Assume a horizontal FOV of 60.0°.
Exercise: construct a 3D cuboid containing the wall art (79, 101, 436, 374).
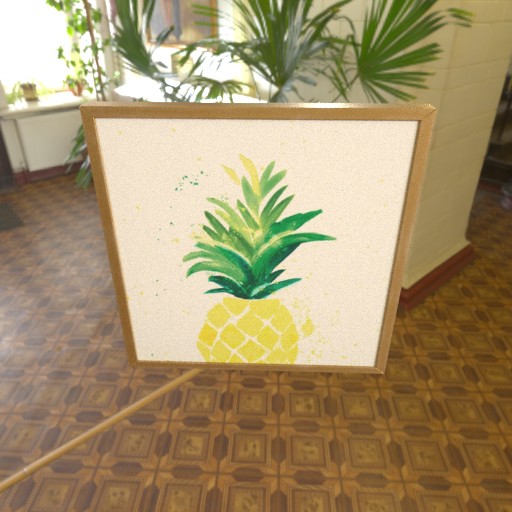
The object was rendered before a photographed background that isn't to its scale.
[{"bbox_3d":[0.000,0.000,0.773,0.510,0.509,0.033,1,30,2],"label":"wall art"}]
